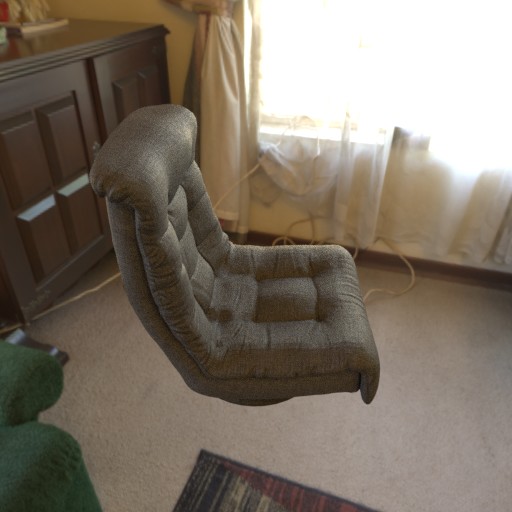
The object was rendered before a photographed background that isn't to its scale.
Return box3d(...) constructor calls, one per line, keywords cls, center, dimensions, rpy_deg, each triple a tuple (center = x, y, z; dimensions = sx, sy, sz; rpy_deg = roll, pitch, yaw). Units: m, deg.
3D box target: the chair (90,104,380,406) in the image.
box3d(cls="chair", center=(0.000, 0.000, 1.244), dimensions=(0.668, 0.749, 0.597), rpy_deg=(1, 34, 1))
